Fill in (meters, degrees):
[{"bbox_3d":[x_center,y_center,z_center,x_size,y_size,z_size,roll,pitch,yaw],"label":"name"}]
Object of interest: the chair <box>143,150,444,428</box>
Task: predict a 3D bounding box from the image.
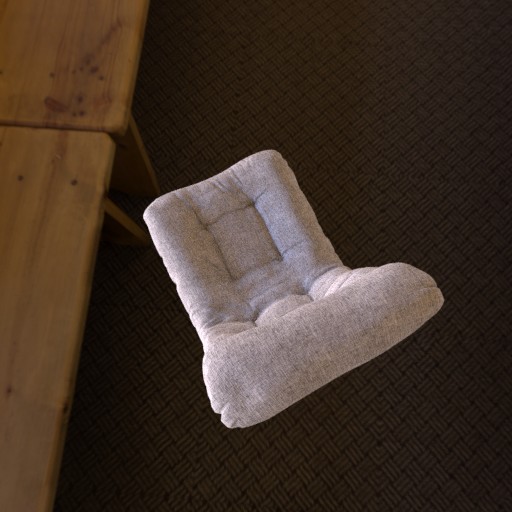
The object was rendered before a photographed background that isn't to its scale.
[{"bbox_3d":[0.000,0.000,0.985,0.400,0.600,0.583,-26,76,-7],"label":"chair"}]
